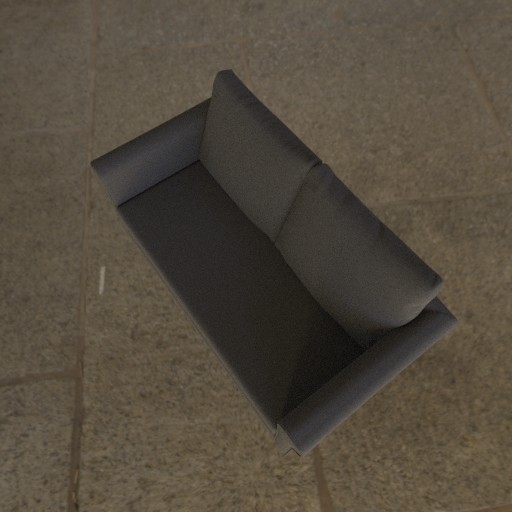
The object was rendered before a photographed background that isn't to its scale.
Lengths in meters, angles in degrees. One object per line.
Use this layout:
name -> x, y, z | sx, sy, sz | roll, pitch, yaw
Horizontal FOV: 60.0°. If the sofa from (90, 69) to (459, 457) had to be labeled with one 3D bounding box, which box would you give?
sofa -> 0.000, 0.000, 1.915 | 0.741, 0.872, 1.460 | -34, 68, -16
